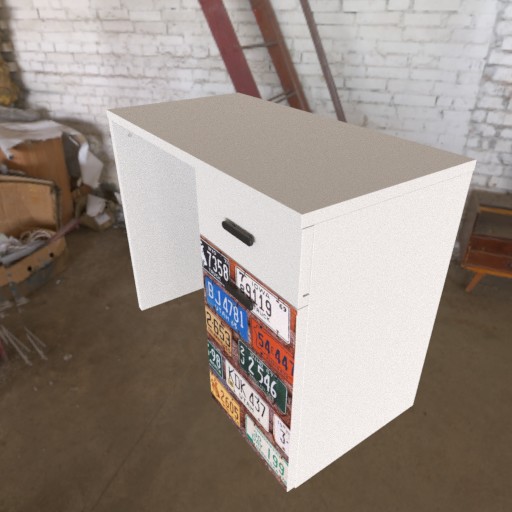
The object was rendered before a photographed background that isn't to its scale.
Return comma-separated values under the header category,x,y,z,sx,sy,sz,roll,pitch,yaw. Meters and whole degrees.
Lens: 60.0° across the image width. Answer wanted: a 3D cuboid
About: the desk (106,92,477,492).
category,x,y,z,sx,sy,sz,roll,pitch,yaw
desk,0.000,0.000,1.294,0.482,0.730,0.898,-19,36,-30
